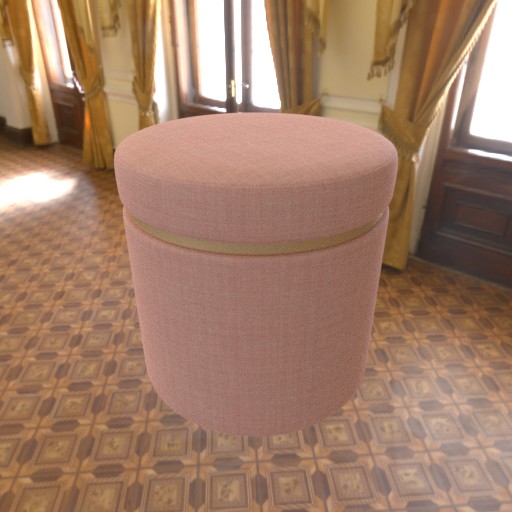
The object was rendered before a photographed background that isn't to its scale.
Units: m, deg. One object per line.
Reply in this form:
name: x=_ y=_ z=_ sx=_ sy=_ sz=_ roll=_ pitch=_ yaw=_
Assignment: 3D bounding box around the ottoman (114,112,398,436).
ottoman: x=0.000 y=0.000 z=0.728 sx=0.400 sy=0.406 sz=0.400 roll=0 pitch=28 yaw=0
